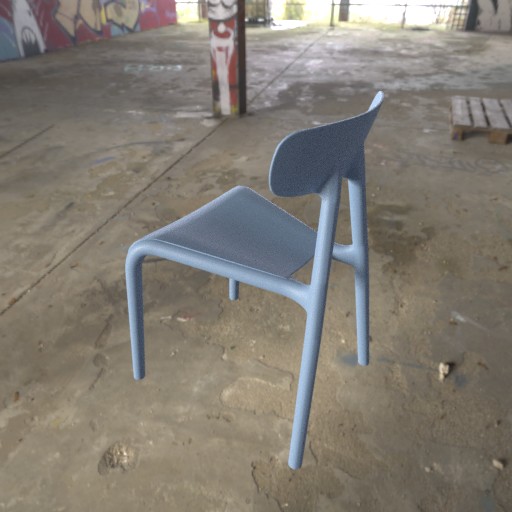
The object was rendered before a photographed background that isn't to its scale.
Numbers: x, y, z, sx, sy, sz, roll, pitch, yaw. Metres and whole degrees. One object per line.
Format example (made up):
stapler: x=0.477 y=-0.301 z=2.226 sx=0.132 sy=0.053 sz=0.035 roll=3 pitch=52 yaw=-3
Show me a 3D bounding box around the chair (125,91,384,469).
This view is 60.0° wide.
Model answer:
chair: x=0.000 y=0.000 z=0.820 sx=0.401 sy=0.580 sz=0.356 roll=21 pitch=38 yaw=29
